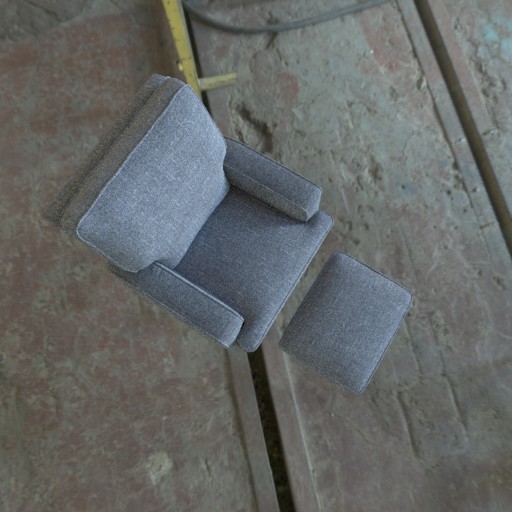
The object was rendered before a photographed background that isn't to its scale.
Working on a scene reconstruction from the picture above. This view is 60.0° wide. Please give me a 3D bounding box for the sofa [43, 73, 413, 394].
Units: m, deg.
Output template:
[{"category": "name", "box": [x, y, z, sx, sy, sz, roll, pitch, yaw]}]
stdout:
[{"category": "sofa", "box": [0.000, 0.000, 2.020, 1.472, 0.959, 0.861, 31, 78, 8]}]
